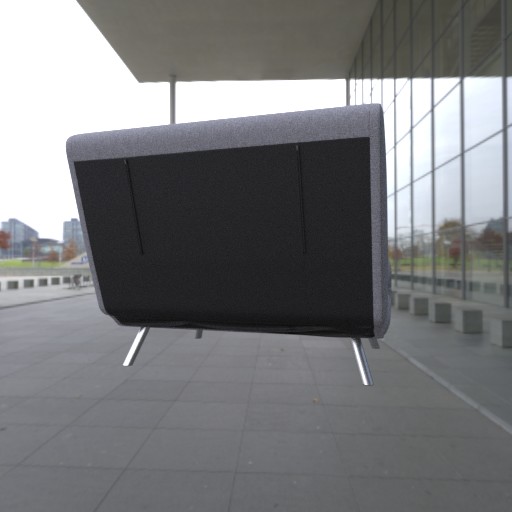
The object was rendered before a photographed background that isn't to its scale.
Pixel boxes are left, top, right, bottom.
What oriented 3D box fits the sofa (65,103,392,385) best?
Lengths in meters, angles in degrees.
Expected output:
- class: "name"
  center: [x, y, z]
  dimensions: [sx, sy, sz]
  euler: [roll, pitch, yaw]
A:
- class: "sofa"
  center: [0.000, 0.000, 1.753]
  dimensions: [1.020, 0.825, 1.000]
  euler: [0, -1, 17]
